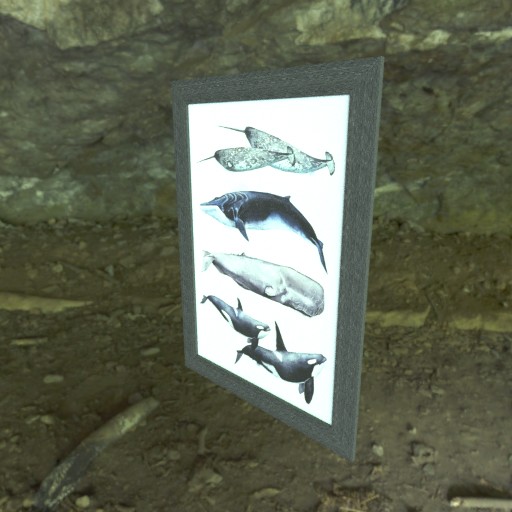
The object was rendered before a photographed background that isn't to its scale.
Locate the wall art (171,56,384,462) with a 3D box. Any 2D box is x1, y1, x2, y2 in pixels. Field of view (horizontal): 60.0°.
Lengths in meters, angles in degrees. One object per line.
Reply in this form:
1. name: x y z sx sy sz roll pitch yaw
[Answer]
1. wall art: 0.000 0.000 1.445 0.810 1.116 0.016 15 22 42
